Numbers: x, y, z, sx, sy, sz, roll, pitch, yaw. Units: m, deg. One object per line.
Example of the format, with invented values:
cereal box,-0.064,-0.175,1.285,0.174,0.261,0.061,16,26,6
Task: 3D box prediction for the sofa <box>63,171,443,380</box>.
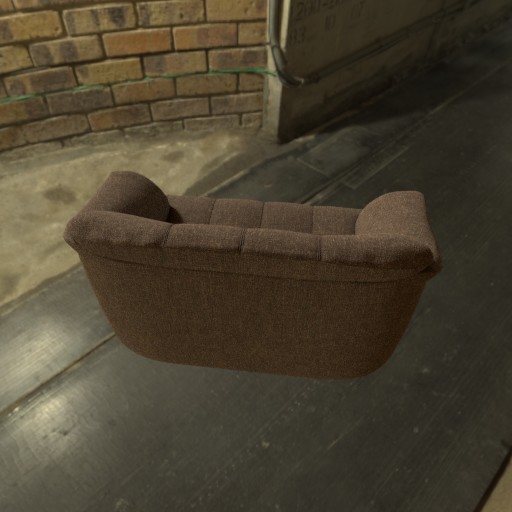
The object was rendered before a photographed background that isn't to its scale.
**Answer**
sofa,0.000,0.000,1.941,1.404,0.895,0.799,5,47,5
